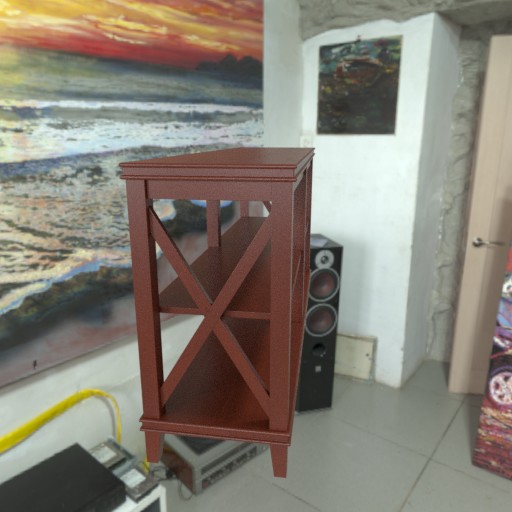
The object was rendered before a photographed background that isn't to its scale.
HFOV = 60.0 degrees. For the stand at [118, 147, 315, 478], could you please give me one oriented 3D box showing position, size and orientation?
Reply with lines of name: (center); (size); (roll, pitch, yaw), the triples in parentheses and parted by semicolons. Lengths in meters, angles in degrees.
stand: (0.000, 0.000, 1.669); (0.381, 0.762, 1.372); (2, 15, 9)
